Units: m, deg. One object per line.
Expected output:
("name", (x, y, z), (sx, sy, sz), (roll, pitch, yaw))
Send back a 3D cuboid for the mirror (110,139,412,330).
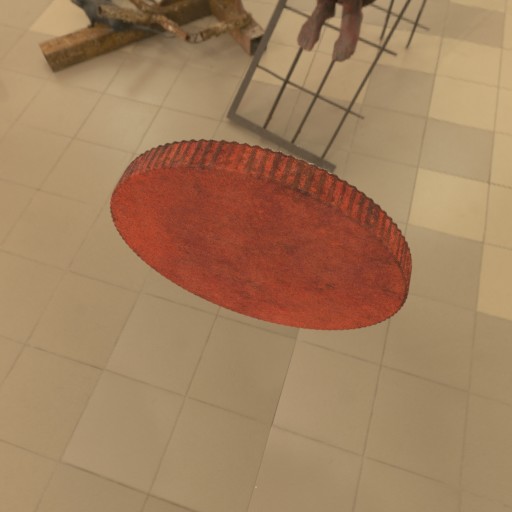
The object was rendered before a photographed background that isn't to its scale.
("mirror", (0.000, 0.000, 0.916), (0.609, 0.609, 0.056), (15, 64, 8))
